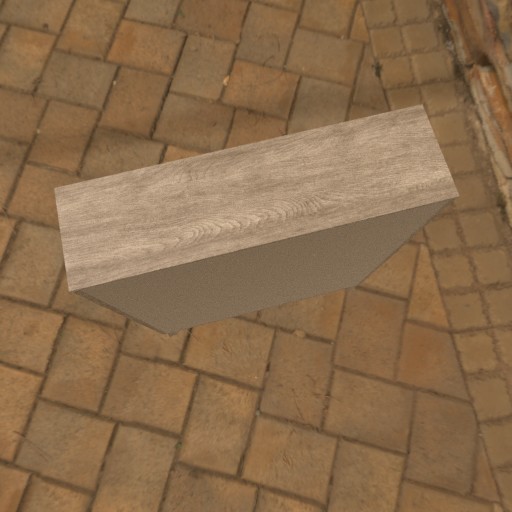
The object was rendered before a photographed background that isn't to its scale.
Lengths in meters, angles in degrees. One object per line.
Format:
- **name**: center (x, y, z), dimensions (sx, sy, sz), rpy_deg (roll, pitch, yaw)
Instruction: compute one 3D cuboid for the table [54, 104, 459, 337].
- **table**: center (0.000, 0.000, 1.571), dimensions (0.902, 1.135, 0.256), rpy_deg (-14, 75, -4)
